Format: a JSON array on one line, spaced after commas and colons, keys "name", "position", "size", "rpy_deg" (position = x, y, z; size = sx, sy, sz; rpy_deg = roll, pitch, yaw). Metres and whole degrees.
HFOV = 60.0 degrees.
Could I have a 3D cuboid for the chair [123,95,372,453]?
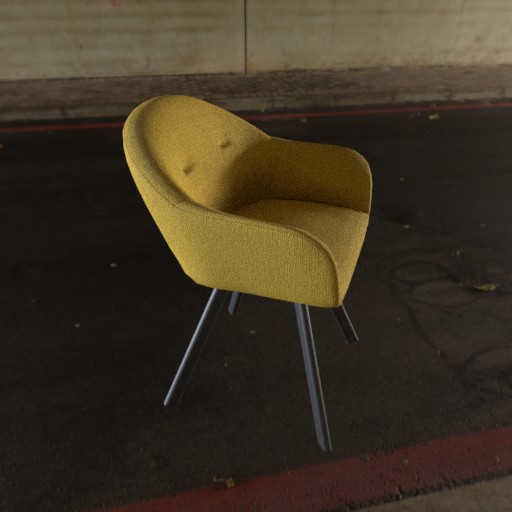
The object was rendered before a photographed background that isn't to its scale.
[{"name": "chair", "position": [0.000, 0.000, 1.179], "size": [0.565, 0.775, 0.545], "rpy_deg": [10, 32, 17]}]
